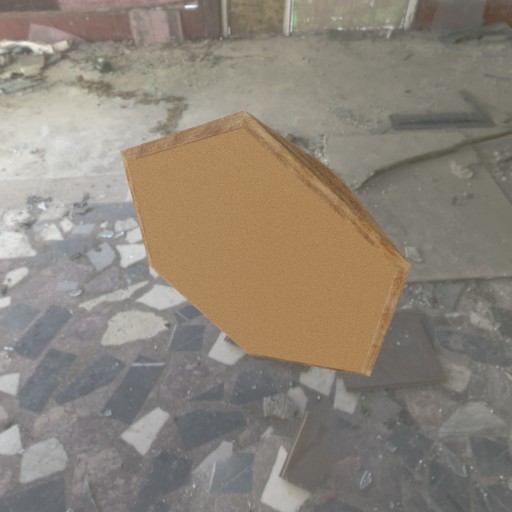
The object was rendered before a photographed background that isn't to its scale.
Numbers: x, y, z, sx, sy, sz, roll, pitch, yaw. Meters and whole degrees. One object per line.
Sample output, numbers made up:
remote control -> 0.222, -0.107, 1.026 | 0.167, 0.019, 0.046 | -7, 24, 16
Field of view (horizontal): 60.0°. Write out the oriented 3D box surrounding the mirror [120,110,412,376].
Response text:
mirror -> 0.000, 0.000, 1.049 | 0.675, 0.779, 0.091 | 24, 51, 21
